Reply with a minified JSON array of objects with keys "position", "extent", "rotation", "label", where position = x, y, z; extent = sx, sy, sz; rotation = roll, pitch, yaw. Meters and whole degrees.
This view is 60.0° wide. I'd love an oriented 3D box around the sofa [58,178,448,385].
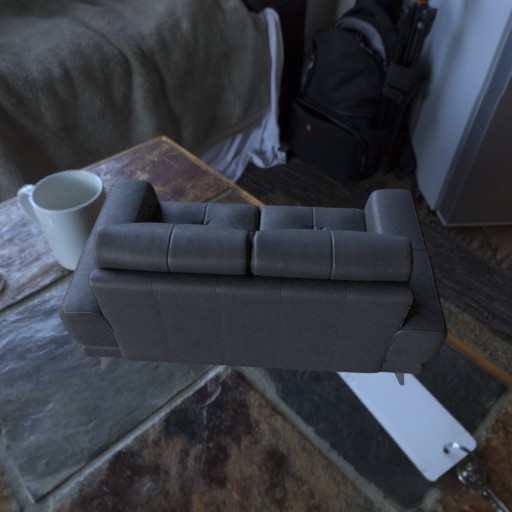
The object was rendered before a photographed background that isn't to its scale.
[{"position":[0.000,0.000,2.372],"extent":[1.806,0.907,1.018],"rotation":[3,47,2],"label":"sofa"}]
